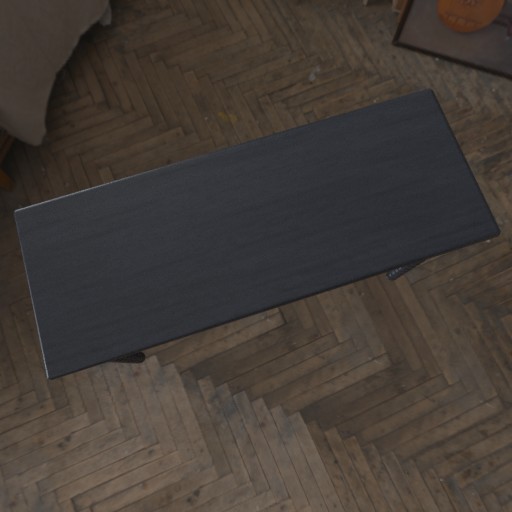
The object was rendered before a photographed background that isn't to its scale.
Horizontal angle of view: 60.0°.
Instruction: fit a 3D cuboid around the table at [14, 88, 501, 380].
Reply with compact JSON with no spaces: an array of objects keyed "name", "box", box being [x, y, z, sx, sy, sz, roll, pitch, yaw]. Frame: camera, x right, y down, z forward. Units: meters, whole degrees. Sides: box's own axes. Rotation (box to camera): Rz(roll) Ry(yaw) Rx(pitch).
[{"name":"table","box":[0.000,0.000,1.497,1.184,0.735,0.459,-17,76,-4]}]
